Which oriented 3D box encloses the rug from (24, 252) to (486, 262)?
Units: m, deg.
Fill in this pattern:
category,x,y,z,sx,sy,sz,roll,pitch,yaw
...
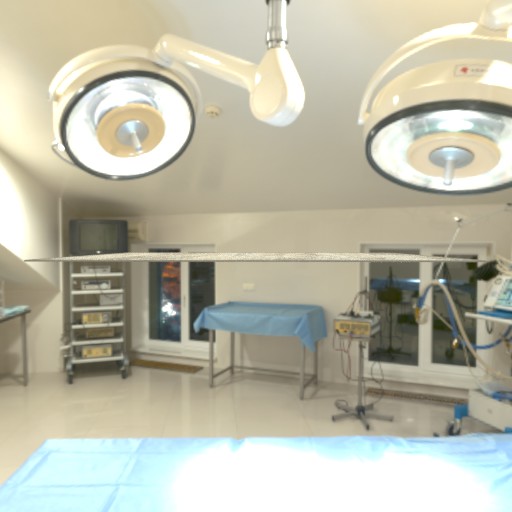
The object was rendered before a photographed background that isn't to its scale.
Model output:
category,x,y,z,sx,sy,sz,roll,pitch,yaw
rug,0.000,0.000,4.352,3.307,0.013,2.393,0,2,1
